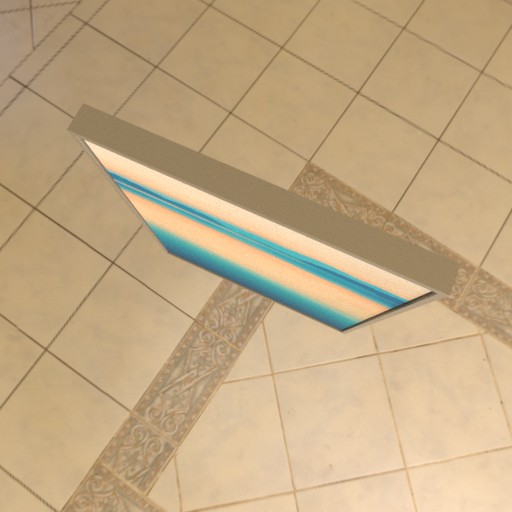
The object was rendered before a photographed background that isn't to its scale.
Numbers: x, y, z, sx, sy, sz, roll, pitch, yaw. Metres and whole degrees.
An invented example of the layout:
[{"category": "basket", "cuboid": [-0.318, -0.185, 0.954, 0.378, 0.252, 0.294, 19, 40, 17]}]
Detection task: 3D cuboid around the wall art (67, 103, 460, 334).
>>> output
[{"category": "wall art", "cuboid": [0.000, 0.000, 0.750, 0.453, 0.554, 0.037, 24, 77, 6]}]
